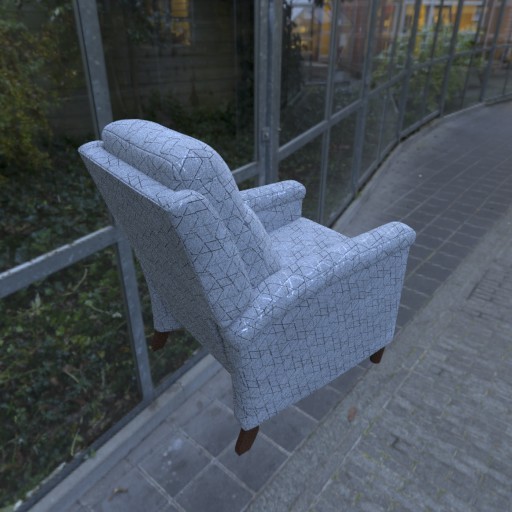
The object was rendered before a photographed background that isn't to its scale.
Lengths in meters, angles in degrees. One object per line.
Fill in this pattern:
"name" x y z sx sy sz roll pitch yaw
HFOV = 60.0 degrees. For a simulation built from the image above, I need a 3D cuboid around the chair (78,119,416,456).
"chair" 0.000 0.000 1.694 0.987 1.048 0.753 -19 34 -32
